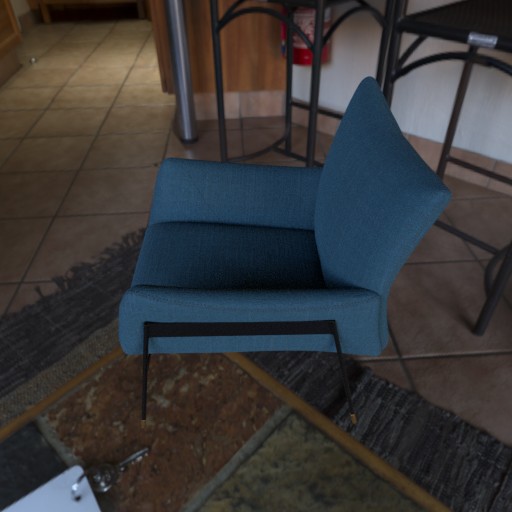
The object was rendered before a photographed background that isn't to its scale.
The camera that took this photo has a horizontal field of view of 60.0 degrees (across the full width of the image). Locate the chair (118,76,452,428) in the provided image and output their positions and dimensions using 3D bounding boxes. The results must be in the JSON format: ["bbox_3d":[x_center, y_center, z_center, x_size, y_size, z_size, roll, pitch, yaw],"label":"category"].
[{"bbox_3d":[0.000,0.000,1.360,0.769,0.859,0.678,-1,40,-1],"label":"chair"}]
